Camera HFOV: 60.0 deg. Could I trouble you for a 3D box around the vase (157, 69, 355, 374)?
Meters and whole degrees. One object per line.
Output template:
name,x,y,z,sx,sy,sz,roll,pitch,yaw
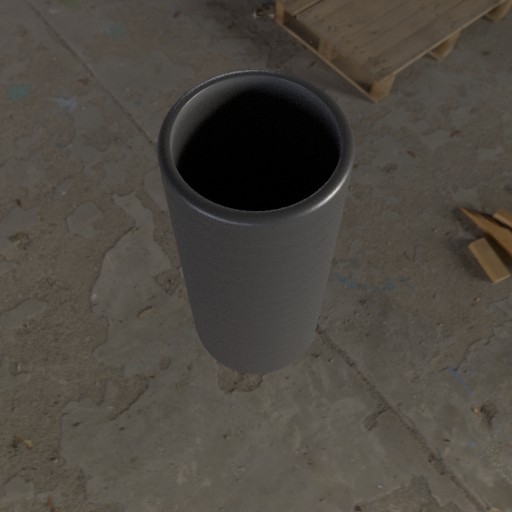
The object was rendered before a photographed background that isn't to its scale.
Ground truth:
vase,0.000,0.000,0.365,0.136,0.289,0.136,-17,66,-8
